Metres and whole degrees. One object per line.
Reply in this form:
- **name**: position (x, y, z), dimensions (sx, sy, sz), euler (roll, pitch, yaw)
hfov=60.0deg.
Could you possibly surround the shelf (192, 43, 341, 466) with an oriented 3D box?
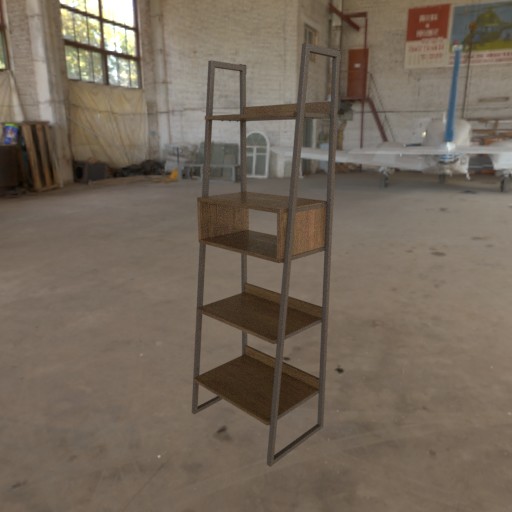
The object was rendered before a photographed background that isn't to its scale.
- **shelf**: position (0.000, 0.000, 2.364), dimensions (0.652, 2.005, 0.454), euler (14, 21, 43)
